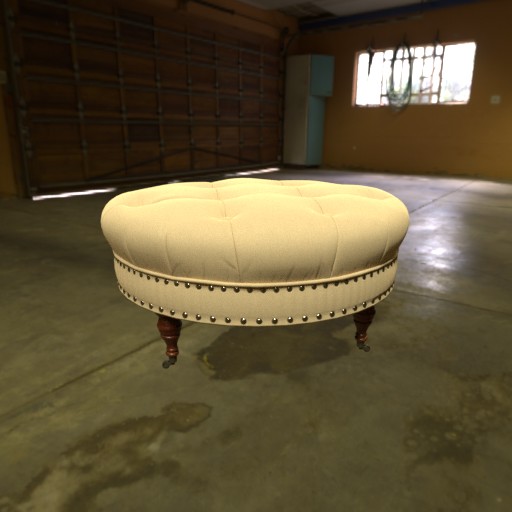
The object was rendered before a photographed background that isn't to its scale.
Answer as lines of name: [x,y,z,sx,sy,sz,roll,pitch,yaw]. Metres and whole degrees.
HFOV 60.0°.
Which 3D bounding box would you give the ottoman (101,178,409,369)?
ottoman: [0.000,0.000,1.400,0.901,0.439,0.901,0,16,0]
